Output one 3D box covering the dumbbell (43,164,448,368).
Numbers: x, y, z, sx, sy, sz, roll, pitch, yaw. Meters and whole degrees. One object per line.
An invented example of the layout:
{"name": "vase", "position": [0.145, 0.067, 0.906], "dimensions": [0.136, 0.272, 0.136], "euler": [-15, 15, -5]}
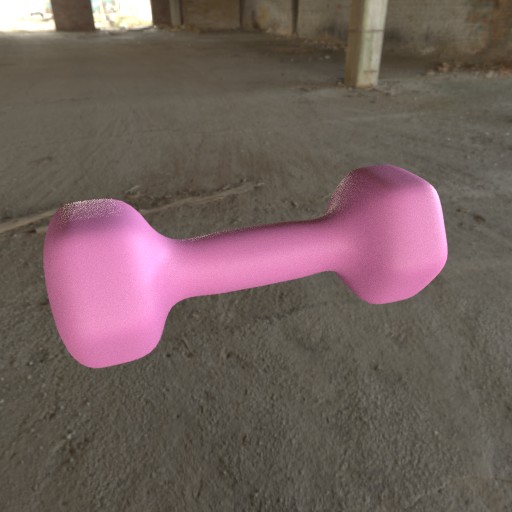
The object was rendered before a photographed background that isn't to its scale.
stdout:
{"name": "dumbbell", "position": [0.000, 0.000, 0.185], "dimensions": [0.159, 0.058, 0.064], "euler": [-10, 31, -16]}
